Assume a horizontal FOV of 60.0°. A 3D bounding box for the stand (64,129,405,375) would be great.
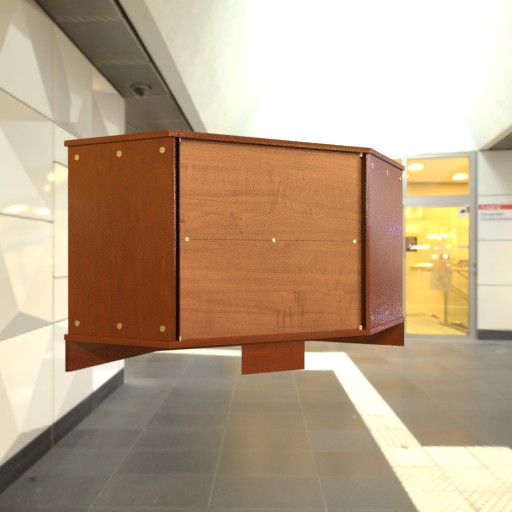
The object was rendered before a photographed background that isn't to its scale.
[{"bbox_3d":[0.000,0.000,1.343,1.072,0.614,0.381,0,0,-19],"label":"stand"}]
